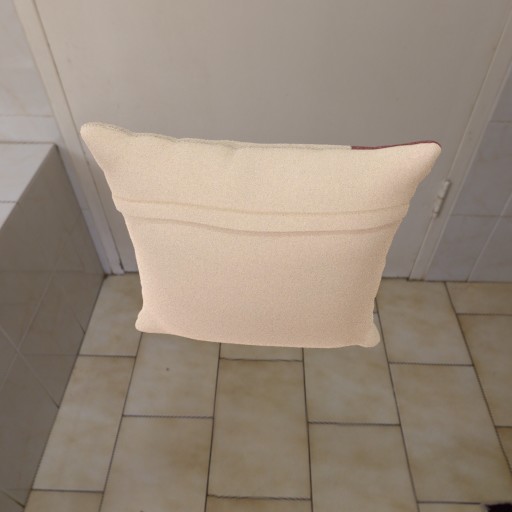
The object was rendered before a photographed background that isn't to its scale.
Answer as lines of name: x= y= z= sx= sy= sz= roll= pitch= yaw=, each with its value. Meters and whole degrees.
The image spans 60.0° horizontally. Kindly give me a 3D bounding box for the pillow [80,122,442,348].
pillow: x=0.000 y=0.000 z=0.797 sx=0.536 sy=0.506 sz=0.229 roll=3 pitch=46 yaw=3
